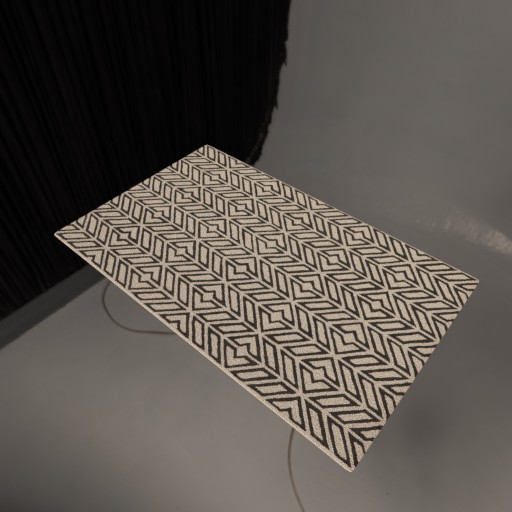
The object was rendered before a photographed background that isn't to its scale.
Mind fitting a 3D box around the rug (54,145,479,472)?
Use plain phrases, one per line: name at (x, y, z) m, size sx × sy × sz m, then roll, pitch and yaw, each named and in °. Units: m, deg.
rug at (0.000, 0.000, 2.959) m, size 2.438 × 0.008 × 1.523 m, roll 32°, pitch 54°, yaw 27°
